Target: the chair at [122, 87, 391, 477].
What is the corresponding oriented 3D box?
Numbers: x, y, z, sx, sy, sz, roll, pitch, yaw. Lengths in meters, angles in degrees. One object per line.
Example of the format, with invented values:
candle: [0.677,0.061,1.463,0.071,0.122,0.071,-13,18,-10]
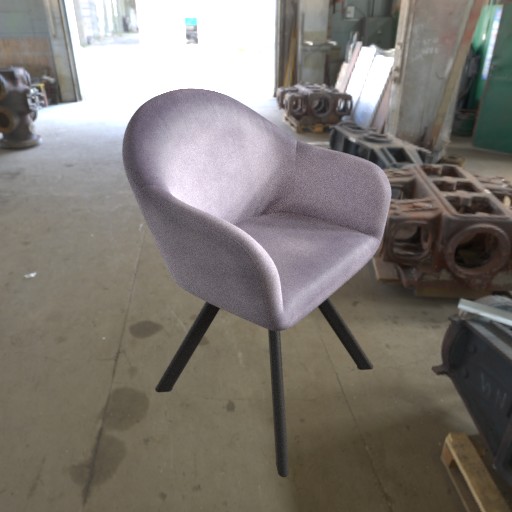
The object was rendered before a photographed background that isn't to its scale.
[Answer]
chair: [0.000,0.000,1.145,0.540,0.780,0.570,20,34,33]
